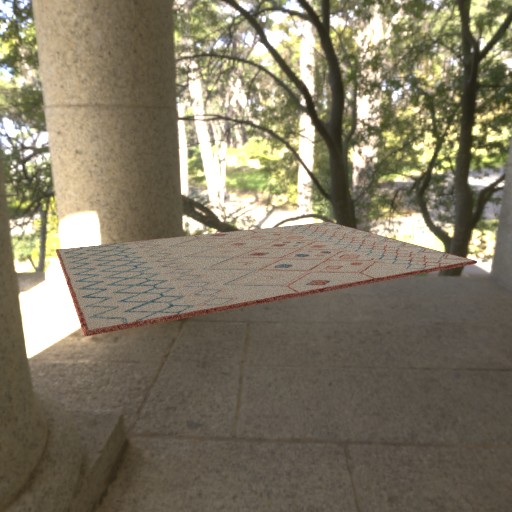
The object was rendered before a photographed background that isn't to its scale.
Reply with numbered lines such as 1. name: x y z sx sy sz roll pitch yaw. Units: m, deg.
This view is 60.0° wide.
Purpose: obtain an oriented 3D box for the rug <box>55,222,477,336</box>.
1. rug: 0.000 0.000 2.297 1.829 0.016 1.219 -7 16 -26
